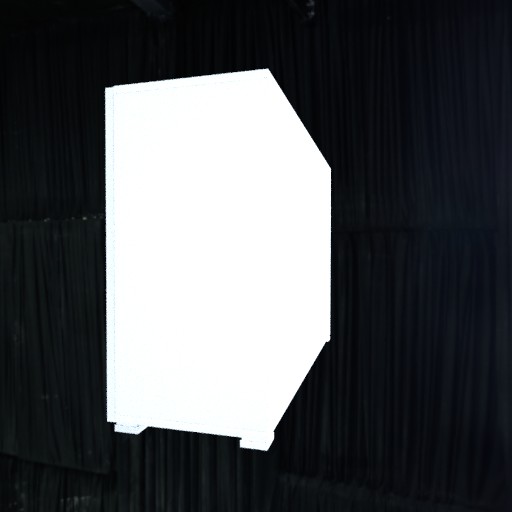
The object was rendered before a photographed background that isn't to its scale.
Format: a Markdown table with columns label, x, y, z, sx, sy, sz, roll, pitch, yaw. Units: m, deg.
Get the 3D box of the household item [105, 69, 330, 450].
| label | x | y | z | sx | sy | sz | roll | pitch | yaw |
| --- | --- | --- | --- | --- | --- | --- | --- | --- | --- |
| household item | 0.000 | 0.000 | 1.688 | 0.420 | 0.867 | 1.300 | 0 | 1 | 16 |
